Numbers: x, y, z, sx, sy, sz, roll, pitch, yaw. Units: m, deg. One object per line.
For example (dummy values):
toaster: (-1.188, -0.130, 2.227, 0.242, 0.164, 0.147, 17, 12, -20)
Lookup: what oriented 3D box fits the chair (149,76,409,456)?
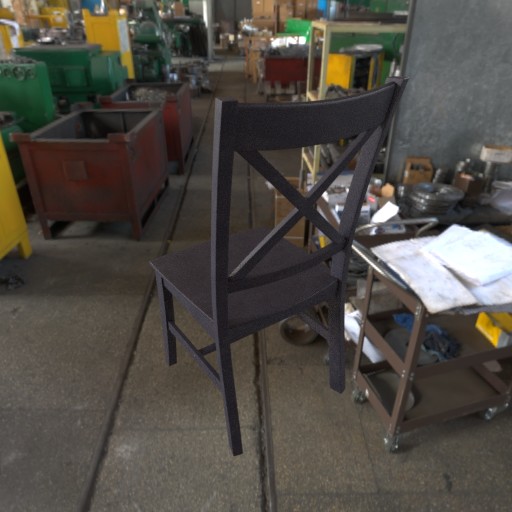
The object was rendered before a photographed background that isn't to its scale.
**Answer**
chair: (0.000, 0.000, 1.280, 0.485, 0.983, 0.542, -19, 35, -30)
